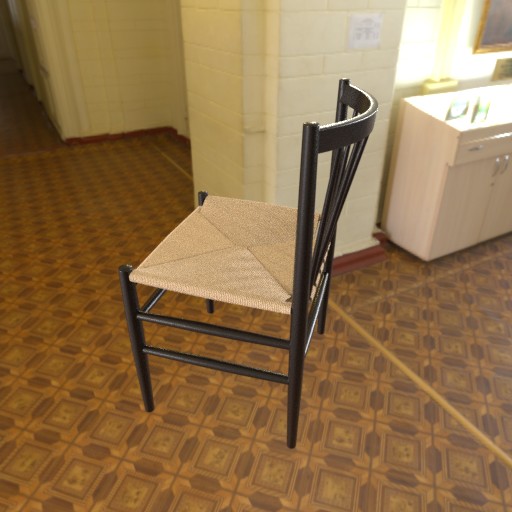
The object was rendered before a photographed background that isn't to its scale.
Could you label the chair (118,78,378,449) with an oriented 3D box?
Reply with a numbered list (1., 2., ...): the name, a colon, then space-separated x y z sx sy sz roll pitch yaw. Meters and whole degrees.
1. chair: 0.000 0.000 1.158 0.516 0.818 0.495 9 32 14
